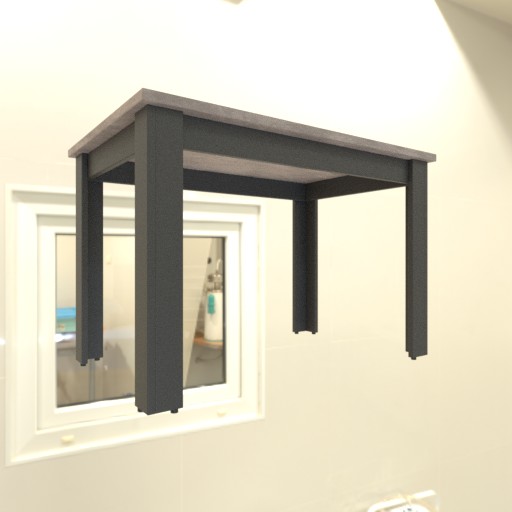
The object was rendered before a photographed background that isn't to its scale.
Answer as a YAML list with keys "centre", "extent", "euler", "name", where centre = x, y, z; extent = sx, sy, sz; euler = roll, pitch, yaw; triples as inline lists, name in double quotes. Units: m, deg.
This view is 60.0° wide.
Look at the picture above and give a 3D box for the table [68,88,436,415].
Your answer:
- centre: [0.000, 0.000, 1.567]
  extent: [1.100, 0.734, 0.700]
  euler: [0, 0, -35]
  name: "table"
